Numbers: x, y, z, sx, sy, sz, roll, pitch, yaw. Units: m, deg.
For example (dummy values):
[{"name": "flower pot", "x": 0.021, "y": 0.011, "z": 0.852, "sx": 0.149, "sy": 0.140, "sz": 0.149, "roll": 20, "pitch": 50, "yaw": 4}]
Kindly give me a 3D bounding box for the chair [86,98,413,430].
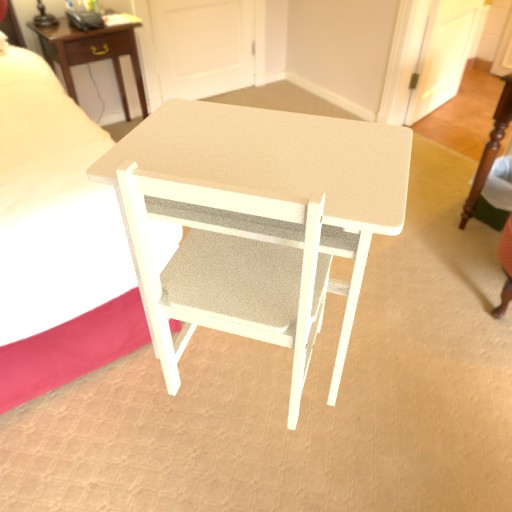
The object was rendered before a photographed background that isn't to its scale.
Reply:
[{"name": "chair", "x": 0.000, "y": 0.000, "z": 1.076, "sx": 0.599, "sy": 0.673, "sz": 0.461, "roll": 11, "pitch": 42, "yaw": 13}]
